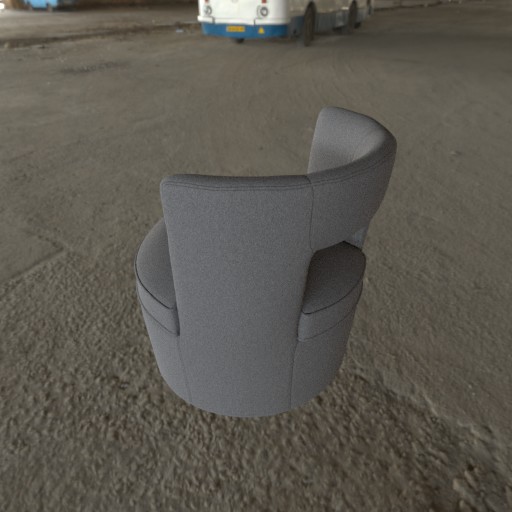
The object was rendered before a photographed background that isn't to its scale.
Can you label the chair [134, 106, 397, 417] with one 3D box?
[{"bbox_3d":[0.000,0.000,1.262,0.660,0.719,0.689,20,37,29],"label":"chair"}]
